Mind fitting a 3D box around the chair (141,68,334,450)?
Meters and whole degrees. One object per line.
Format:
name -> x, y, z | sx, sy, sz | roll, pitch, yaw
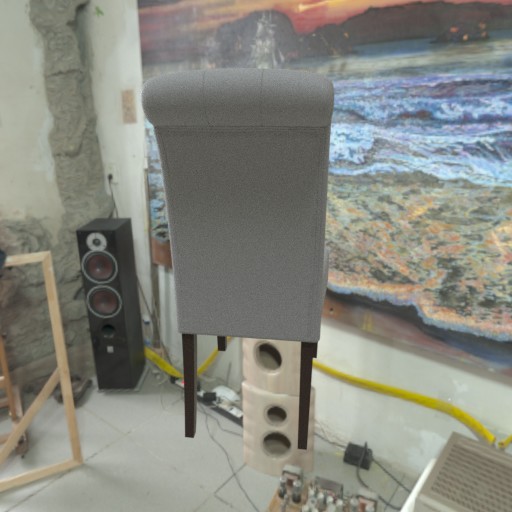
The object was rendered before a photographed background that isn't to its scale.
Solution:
chair -> 0.000, 0.000, 1.354 | 0.456, 1.006, 0.671 | 3, 18, 8
